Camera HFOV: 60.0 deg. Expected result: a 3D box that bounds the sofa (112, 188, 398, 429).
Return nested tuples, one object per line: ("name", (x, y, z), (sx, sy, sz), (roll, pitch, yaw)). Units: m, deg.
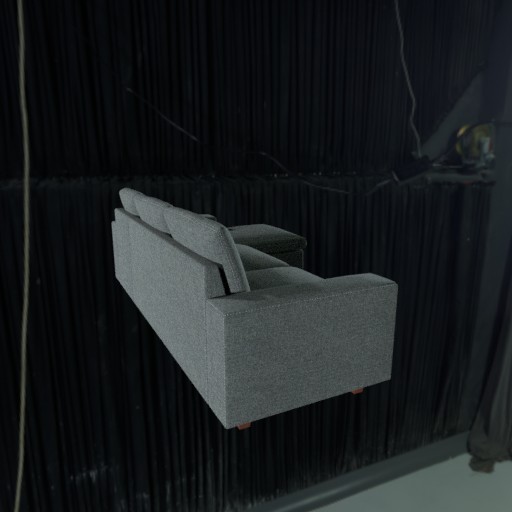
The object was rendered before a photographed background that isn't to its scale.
("sofa", (0.000, 0.000, 3.432), (1.689, 0.940, 2.718), (-7, 15, -26))
